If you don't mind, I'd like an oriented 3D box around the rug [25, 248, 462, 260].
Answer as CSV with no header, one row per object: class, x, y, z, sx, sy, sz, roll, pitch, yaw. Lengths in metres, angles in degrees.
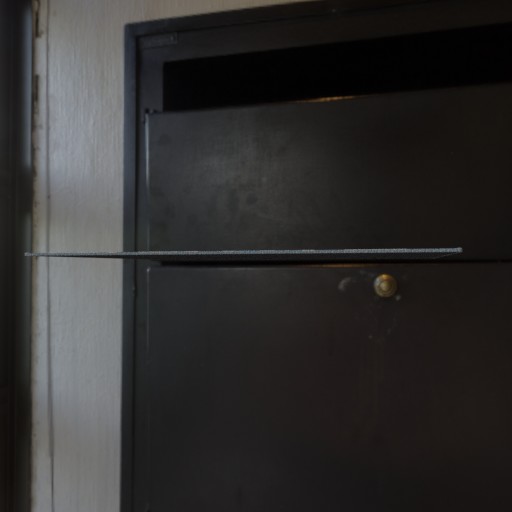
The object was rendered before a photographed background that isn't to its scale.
rug,0.000,0.000,2.329,1.829,0.014,1.235,0,-1,18
